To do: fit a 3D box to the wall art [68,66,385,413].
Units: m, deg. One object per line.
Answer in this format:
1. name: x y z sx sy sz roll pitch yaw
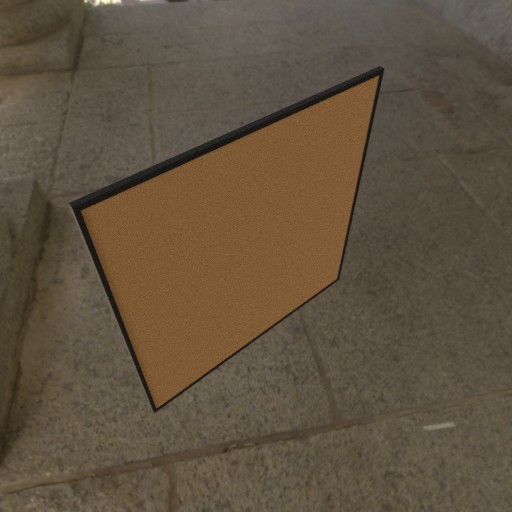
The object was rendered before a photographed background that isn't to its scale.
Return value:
1. wall art: 0.000 0.000 0.993 0.664 0.663 0.015 -32 55 -26
